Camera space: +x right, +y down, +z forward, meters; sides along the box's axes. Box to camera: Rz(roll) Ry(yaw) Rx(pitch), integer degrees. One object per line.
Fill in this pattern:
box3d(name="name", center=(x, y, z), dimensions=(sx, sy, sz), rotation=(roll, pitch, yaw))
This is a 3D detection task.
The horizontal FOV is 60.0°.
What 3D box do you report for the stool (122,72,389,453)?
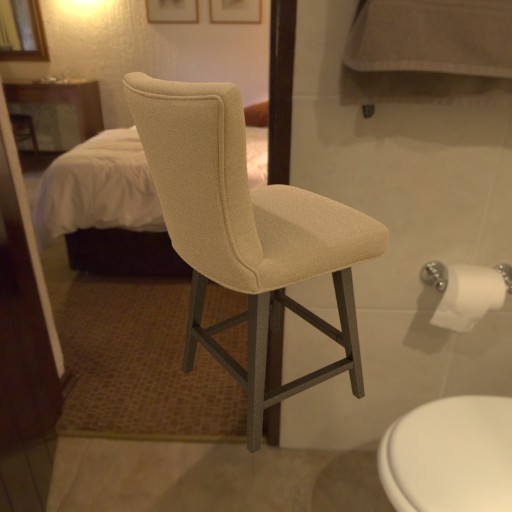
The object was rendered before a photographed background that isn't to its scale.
box3d(name="stool", center=(0.000, 0.000, 1.310), dimensions=(0.574, 1.000, 0.514), rotation=(-17, 30, -31))
